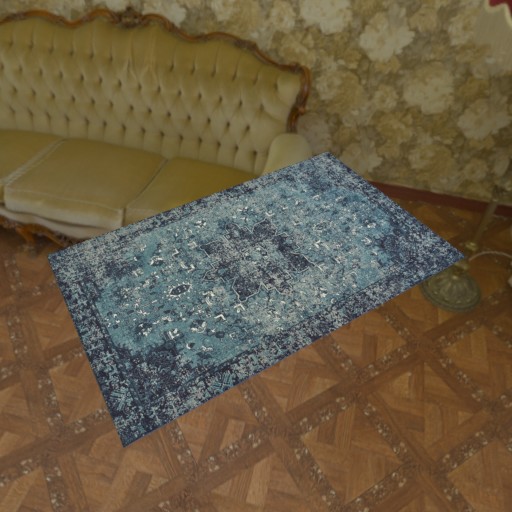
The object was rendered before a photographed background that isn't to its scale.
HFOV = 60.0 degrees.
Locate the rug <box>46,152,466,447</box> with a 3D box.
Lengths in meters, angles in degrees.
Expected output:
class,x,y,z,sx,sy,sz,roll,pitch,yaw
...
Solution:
class,x,y,z,sx,sy,sz,roll,pitch,yaw
rug,0.000,0.000,3.032,2.440,0.007,1.525,-24,50,-21
